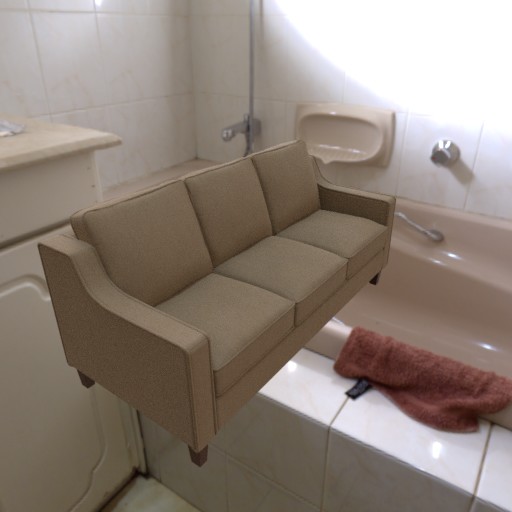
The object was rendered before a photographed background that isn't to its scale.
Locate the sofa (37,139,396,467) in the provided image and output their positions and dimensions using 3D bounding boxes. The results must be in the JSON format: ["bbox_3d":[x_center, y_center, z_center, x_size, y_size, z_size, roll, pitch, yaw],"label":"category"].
[{"bbox_3d":[0.000,0.000,2.540,0.911,0.974,1.986,18,32,32],"label":"sofa"}]
